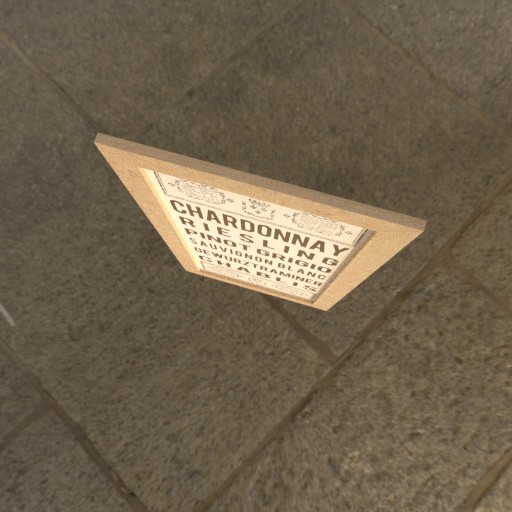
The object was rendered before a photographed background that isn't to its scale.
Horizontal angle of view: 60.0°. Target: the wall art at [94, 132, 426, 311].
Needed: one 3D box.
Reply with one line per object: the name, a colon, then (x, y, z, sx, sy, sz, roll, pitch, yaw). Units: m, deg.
wall art: (0.000, 0.000, 0.823, 0.381, 0.683, 0.013, 16, 76, 4)
